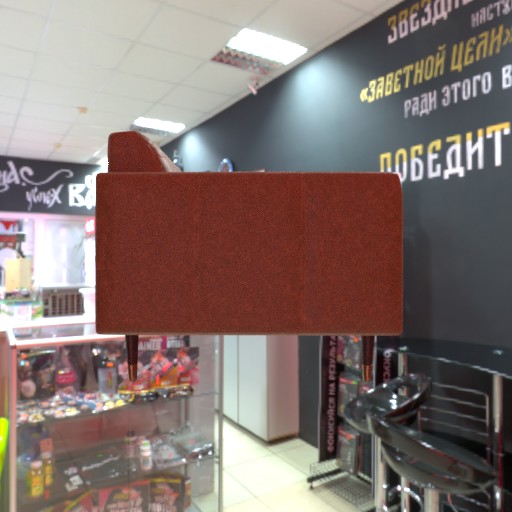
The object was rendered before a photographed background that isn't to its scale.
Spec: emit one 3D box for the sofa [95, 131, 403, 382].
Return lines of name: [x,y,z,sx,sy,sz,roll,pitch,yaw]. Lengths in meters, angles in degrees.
sofa: [0.000,0.000,2.073,0.960,0.820,1.549,0,0,1]
